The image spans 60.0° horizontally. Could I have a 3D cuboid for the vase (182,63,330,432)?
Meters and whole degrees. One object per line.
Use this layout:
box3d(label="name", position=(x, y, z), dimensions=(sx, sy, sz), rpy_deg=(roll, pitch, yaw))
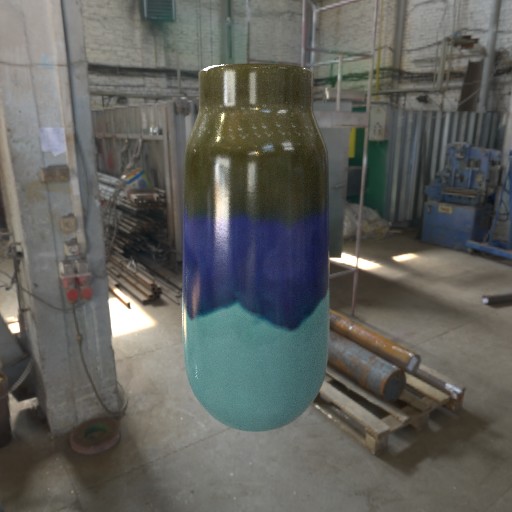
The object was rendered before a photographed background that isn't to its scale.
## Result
box3d(label="vase", position=(0.000, 0.000, 0.402), dimensions=(0.139, 0.313, 0.139), rpy_deg=(0, 16, 0))
